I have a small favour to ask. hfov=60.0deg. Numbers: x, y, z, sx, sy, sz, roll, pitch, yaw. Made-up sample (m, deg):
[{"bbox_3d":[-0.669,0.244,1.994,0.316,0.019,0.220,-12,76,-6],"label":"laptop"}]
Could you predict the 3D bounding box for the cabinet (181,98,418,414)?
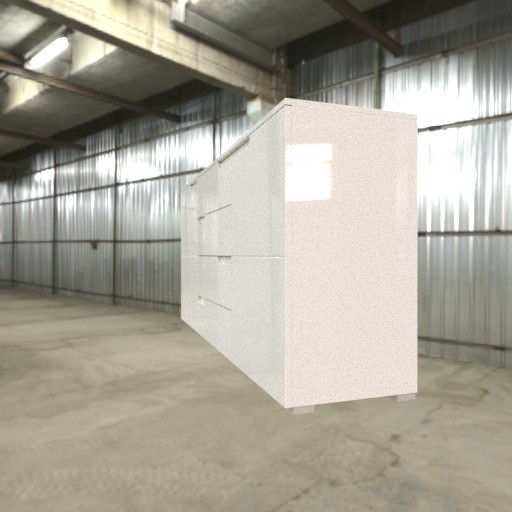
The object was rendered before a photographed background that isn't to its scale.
[{"bbox_3d":[0.000,0.000,1.960,0.400,0.800,1.650,0,0,-19],"label":"cabinet"}]
